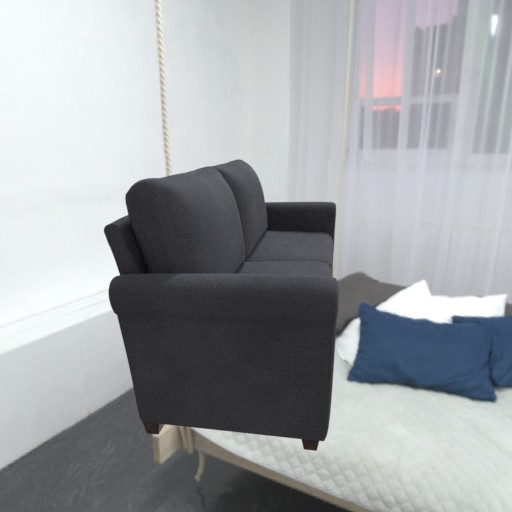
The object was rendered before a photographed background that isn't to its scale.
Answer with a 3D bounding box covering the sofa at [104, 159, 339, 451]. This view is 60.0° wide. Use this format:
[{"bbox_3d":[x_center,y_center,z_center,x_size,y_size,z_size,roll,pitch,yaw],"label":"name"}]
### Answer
[{"bbox_3d":[0.000,0.000,2.371,0.842,0.942,1.935,2,15,9],"label":"sofa"}]
